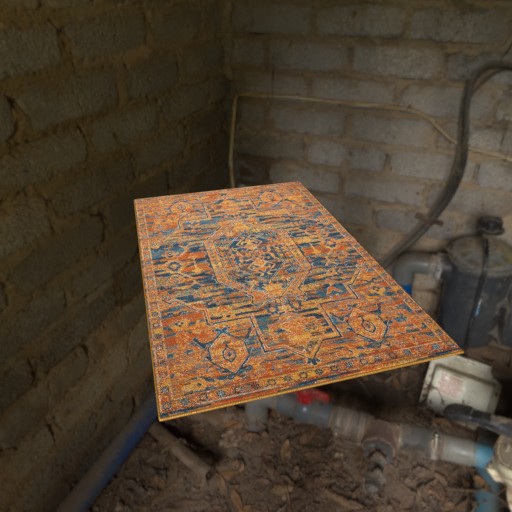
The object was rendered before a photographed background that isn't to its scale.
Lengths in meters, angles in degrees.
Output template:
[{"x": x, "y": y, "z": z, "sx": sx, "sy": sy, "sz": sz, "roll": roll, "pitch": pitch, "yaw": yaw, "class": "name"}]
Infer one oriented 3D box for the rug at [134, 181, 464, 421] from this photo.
[{"x": 0.000, "y": 0.000, "z": 1.107, "sx": 0.557, "sy": 0.008, "sz": 0.863, "roll": -8, "pitch": 32, "yaw": -13, "class": "rug"}]
